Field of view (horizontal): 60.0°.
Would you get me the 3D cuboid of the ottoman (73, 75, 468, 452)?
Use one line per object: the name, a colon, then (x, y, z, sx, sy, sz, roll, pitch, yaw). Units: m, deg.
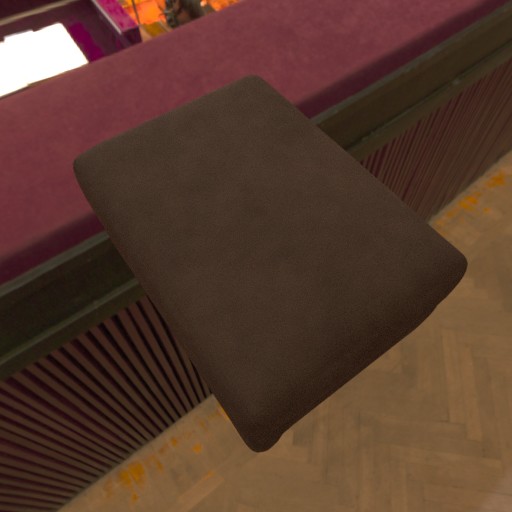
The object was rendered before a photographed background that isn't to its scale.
ottoman: (0.000, 0.000, 1.140, 0.574, 0.497, 0.773, -32, 64, -18)
